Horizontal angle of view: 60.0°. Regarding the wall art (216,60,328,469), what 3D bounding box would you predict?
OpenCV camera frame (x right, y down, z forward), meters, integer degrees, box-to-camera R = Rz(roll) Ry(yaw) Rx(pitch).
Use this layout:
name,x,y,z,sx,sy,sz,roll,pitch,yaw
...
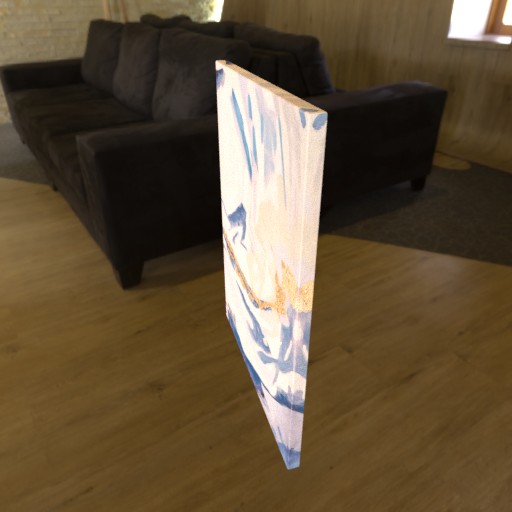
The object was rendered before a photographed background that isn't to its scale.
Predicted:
name,x,y,z,sx,sy,sz,roll,pitch,yaw
wall art,0.000,0.000,1.352,0.038,1.015,0.761,-9,32,-14
